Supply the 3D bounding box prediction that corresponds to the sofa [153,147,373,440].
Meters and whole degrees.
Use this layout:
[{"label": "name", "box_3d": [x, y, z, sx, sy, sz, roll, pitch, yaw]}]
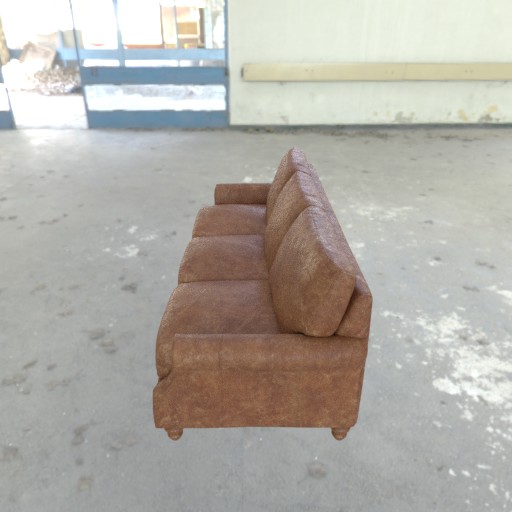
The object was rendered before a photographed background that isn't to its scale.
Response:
[{"label": "sofa", "box_3d": [0.000, 0.000, 2.892, 0.973, 0.977, 2.351, 0, 26, 0]}]
